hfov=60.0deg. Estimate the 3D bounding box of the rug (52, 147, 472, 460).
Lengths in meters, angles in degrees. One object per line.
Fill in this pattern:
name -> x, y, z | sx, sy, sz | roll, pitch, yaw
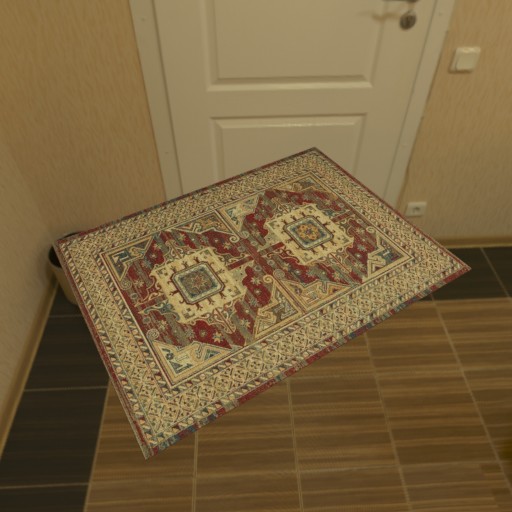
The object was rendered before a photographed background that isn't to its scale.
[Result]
rug -> 0.000, 0.000, 4.195 | 3.197, 0.013, 2.381 | -24, 51, -21
